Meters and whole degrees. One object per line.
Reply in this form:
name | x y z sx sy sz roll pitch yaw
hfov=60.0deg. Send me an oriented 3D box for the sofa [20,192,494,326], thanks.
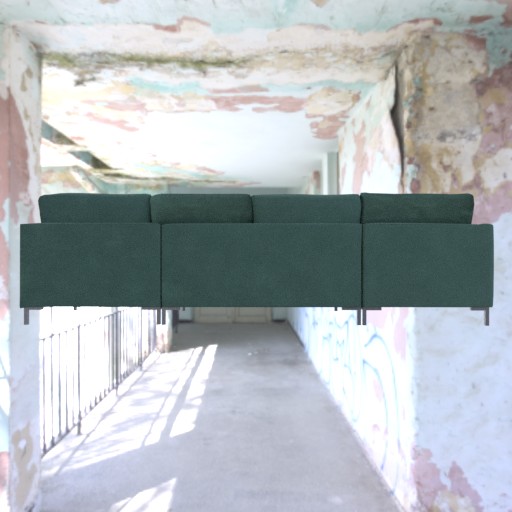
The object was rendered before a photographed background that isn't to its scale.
sofa | 0.000 0.000 4.184 3.434 0.992 2.055 0 0 1
